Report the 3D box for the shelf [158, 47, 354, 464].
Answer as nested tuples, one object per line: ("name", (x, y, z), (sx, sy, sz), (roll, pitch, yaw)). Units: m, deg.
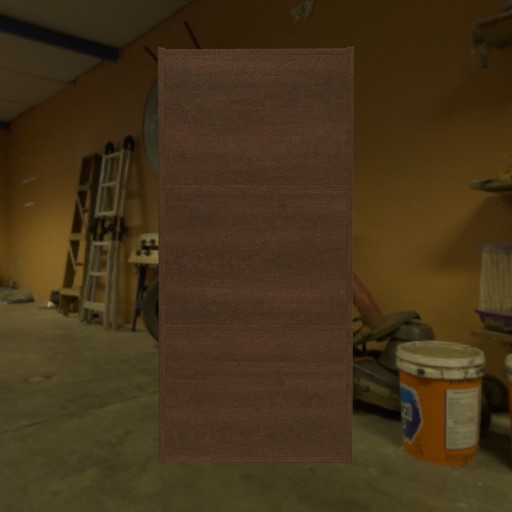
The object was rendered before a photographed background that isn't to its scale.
("shelf", (0.000, 0.000, 1.081), (0.414, 0.879, 0.290), (0, 1, 0))
